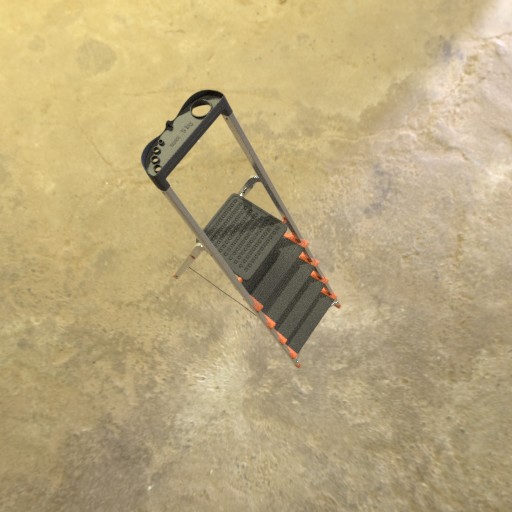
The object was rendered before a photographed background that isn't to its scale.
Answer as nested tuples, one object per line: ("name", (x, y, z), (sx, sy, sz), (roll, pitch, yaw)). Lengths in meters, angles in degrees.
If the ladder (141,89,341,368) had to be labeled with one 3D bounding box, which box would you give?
("ladder", (0.000, 0.000, 2.058), (0.995, 1.646, 0.480), (35, 77, 9))
